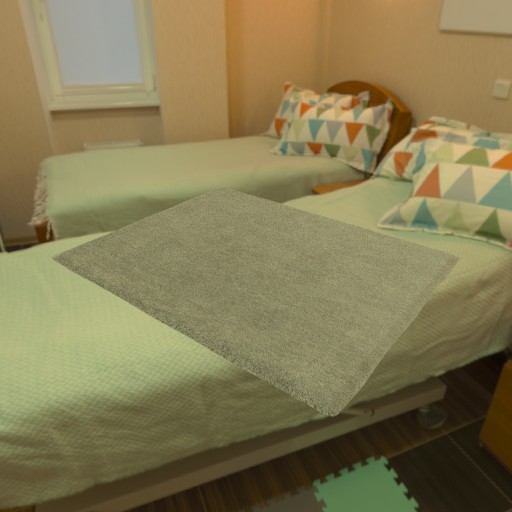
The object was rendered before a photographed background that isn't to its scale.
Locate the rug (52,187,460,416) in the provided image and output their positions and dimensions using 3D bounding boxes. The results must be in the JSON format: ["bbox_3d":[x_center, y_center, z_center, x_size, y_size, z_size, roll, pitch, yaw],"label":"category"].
[{"bbox_3d":[0.000,0.000,3.999,2.933,0.027,2.332,21,36,33],"label":"rug"}]
